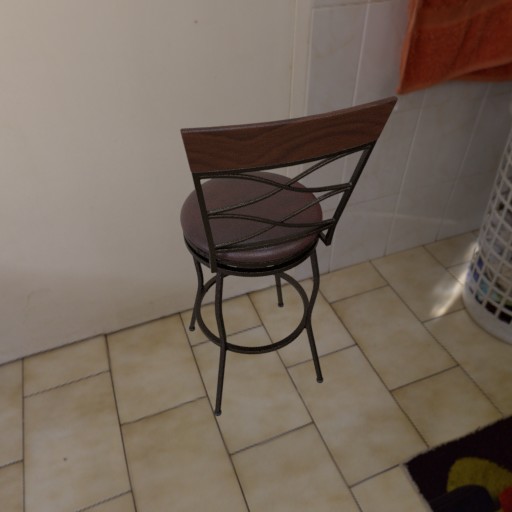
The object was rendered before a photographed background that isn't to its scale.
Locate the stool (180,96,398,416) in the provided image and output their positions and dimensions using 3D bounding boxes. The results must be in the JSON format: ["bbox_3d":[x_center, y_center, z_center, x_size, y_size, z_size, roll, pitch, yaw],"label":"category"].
[{"bbox_3d":[0.000,0.000,1.386,0.448,1.130,0.513,-13,44,-14],"label":"stool"}]
